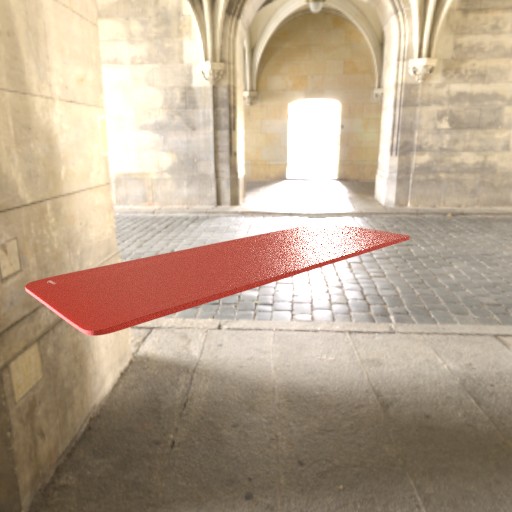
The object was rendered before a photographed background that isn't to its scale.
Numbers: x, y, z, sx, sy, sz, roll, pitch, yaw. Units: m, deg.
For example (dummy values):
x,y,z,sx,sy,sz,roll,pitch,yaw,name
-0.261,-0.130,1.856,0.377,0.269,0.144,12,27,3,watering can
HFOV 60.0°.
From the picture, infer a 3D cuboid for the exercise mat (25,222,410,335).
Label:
x,y,z,sx,sy,sz,roll,pitch,yaw,name
0.000,0.000,2.070,1.869,0.021,0.616,-14,20,-42,exercise mat
